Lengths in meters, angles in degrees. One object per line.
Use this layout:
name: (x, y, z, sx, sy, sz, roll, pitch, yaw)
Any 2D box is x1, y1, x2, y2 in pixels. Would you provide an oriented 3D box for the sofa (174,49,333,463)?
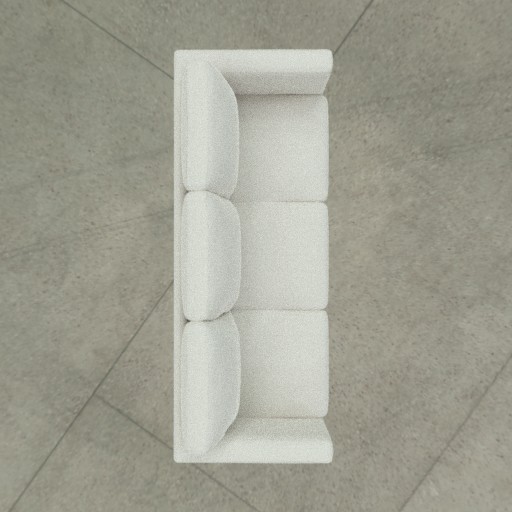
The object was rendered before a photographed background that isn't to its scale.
sofa: (0.000, 0.000, 2.401, 0.802, 0.912, 2.029, 0, 90, 1)
